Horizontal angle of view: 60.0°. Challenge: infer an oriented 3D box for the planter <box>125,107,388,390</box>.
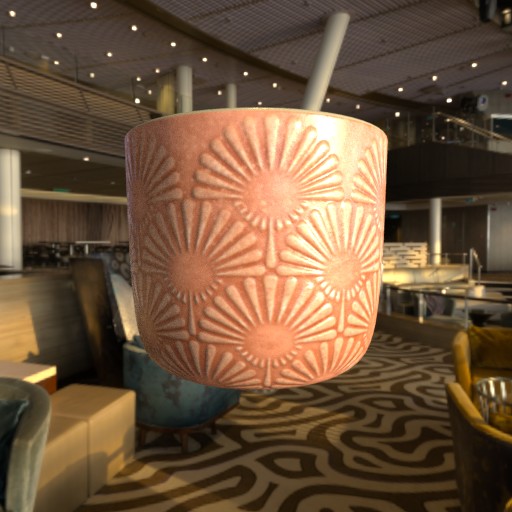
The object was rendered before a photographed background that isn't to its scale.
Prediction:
[{"bbox_3d":[0.000,0.000,0.219,0.124,0.109,0.124,0,2,0],"label":"planter"}]
